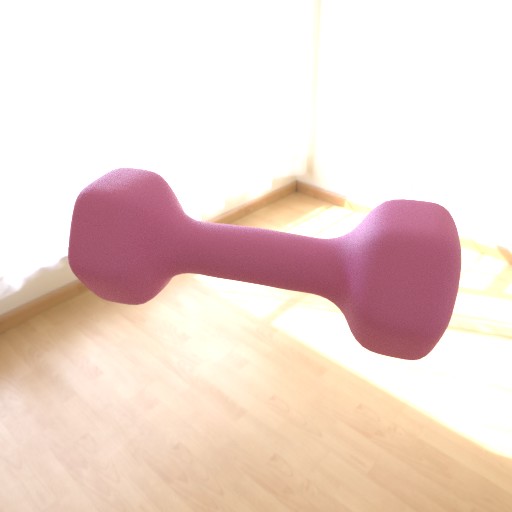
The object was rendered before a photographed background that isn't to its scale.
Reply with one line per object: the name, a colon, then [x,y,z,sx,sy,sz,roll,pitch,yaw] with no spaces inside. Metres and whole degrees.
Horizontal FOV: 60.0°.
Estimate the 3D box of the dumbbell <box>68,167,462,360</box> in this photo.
dumbbell: [0.000,0.000,0.190,0.159,0.058,0.064,9,33,15]
